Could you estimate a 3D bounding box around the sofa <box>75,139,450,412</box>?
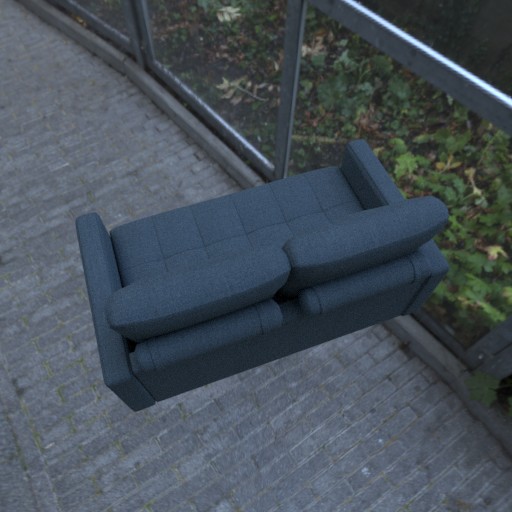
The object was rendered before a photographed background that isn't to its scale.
[{"bbox_3d":[0.000,0.000,1.954,1.407,0.907,0.842,-17,60,-10],"label":"sofa"}]
